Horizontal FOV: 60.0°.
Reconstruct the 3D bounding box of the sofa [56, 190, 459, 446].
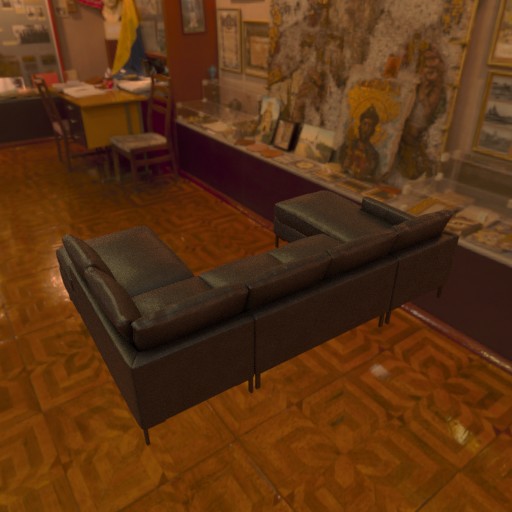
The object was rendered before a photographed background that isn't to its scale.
[{"bbox_3d":[0.000,0.000,3.902,2.956,0.900,1.939,-18,35,-29],"label":"sofa"}]
